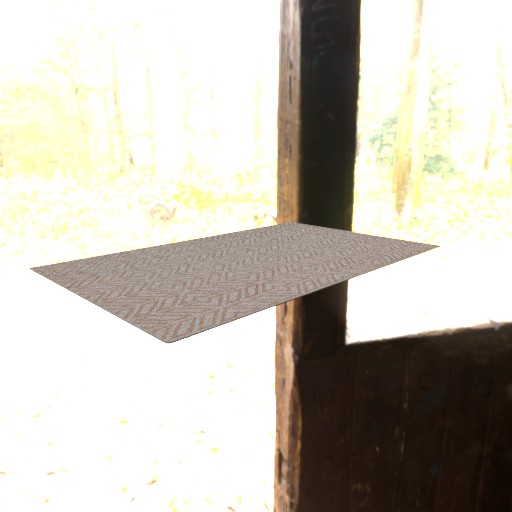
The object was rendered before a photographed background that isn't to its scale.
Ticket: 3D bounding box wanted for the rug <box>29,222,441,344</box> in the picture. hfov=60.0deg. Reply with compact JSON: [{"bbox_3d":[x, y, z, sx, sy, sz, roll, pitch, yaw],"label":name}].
[{"bbox_3d":[0.000,0.000,3.028,2.438,0.008,1.523,-13,19,-43],"label":"rug"}]
